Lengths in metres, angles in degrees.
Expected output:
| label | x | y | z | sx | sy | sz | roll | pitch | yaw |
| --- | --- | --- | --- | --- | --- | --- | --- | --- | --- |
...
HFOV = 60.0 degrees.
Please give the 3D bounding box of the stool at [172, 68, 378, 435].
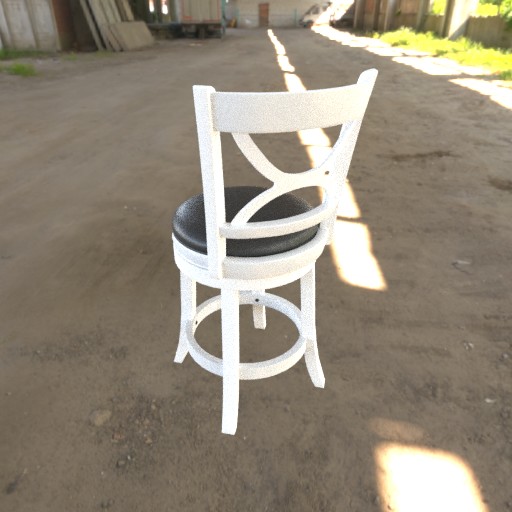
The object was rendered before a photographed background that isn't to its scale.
| label | x | y | z | sx | sy | sz | roll | pitch | yaw |
| --- | --- | --- | --- | --- | --- | --- | --- | --- | --- |
| stool | 0.000 | 0.000 | 1.215 | 0.444 | 0.953 | 0.508 | -18 | 34 | -28 |
